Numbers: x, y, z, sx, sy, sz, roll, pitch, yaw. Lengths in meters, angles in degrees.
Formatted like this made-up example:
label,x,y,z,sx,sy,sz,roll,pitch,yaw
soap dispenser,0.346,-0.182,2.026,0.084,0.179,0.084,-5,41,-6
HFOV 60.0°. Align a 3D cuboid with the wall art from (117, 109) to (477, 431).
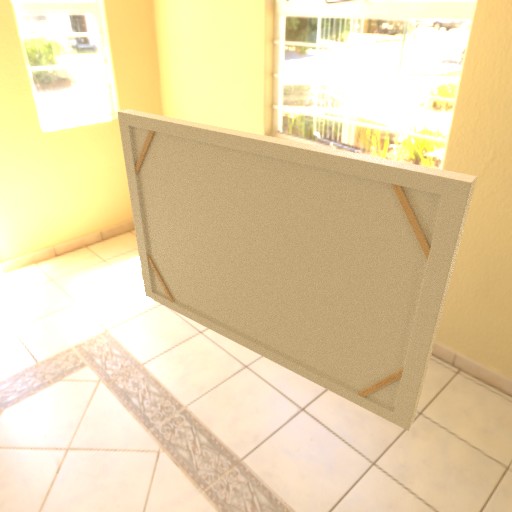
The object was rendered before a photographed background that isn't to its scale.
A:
label,x,y,z,sx,sy,sz,roll,pitch,yaw
wall art,0.000,0.000,1.131,0.914,0.609,0.038,20,36,31
